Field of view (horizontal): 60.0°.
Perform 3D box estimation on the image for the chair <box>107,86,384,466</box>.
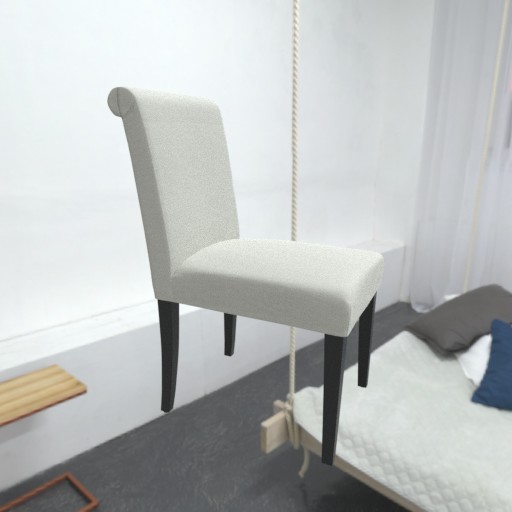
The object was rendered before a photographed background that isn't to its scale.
[{"bbox_3d":[0.000,0.000,1.373,0.708,0.976,0.452,7,17,25],"label":"chair"}]
